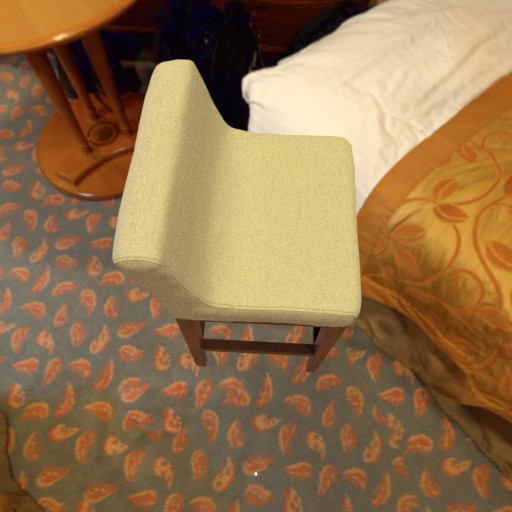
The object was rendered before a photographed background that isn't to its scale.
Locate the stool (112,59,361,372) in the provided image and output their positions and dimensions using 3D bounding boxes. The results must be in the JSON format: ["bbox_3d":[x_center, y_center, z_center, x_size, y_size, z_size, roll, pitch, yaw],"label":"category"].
[{"bbox_3d":[0.000,0.000,1.282,0.500,0.937,0.511,3,64,1],"label":"stool"}]
